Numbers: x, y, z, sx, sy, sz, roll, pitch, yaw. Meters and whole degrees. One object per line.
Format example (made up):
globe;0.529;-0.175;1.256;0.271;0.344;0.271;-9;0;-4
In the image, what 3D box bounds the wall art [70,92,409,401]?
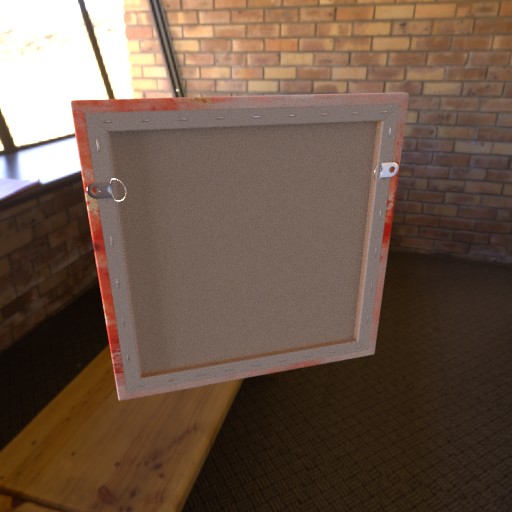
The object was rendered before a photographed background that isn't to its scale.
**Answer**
wall art;0.000;0.000;1.294;0.878;0.878;0.066;-7;25;-14
